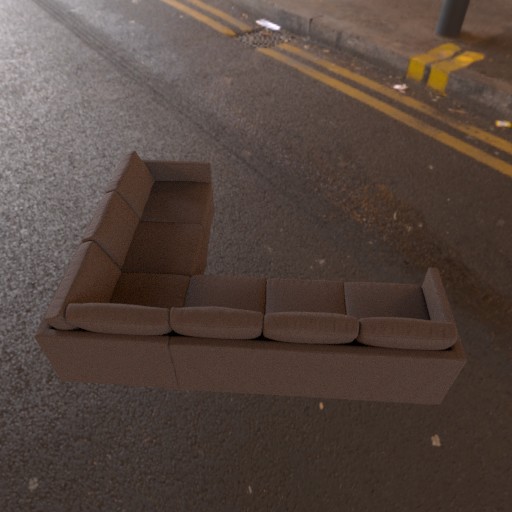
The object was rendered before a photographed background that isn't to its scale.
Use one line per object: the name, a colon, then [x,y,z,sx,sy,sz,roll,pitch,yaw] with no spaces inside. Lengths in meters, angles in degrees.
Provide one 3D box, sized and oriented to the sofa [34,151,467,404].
sofa: [0.000,0.000,4.242,3.182,0.871,2.432,3,45,3]
